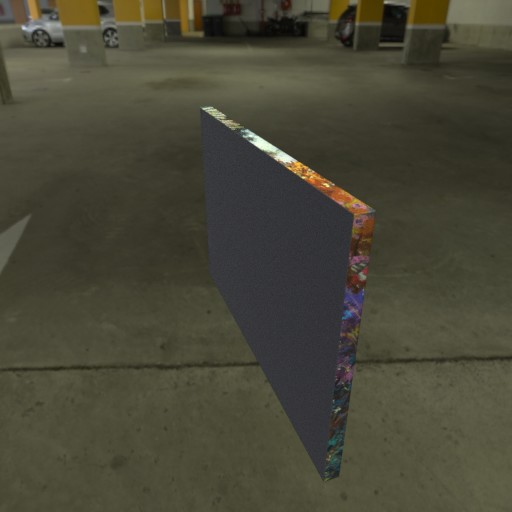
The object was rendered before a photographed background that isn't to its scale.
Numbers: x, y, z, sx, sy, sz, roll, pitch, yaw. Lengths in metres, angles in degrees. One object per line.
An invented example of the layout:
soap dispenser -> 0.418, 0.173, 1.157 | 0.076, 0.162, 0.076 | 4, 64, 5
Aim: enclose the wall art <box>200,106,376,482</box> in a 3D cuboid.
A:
wall art -> 0.000, 0.000, 1.160 | 0.037, 0.604, 0.908 | -10, 30, -18
